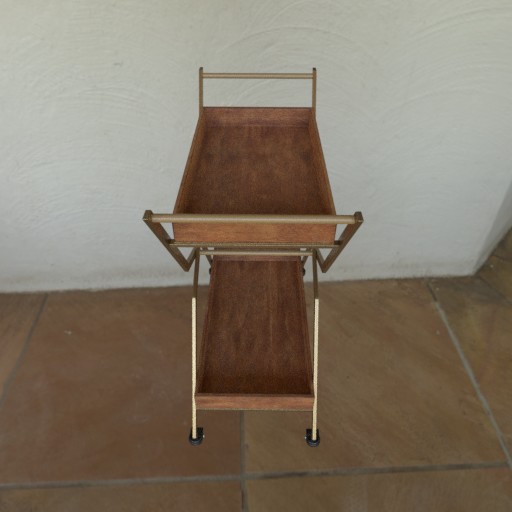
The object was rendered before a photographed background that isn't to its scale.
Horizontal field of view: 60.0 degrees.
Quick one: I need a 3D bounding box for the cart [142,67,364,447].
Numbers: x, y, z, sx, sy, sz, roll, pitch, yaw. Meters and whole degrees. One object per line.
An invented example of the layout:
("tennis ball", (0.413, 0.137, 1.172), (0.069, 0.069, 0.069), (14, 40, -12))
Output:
("cart", (0.000, 0.000, 1.347), (0.405, 0.869, 0.836), (1, 40, 1))
